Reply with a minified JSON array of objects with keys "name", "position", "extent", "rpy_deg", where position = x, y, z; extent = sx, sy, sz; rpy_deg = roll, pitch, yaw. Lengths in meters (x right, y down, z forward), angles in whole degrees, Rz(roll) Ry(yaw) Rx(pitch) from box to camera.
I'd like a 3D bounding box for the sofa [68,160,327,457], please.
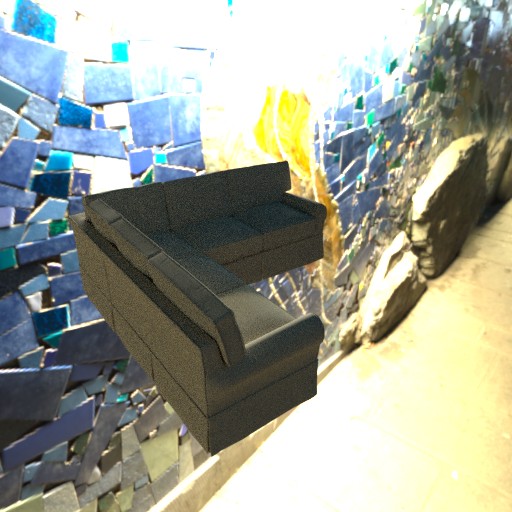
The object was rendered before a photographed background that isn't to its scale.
[{"name":"sofa","position":[0.000,0.000,4.137],"extent":[2.597,1.070,2.591],"rpy_deg":[-18,31,-32]}]
